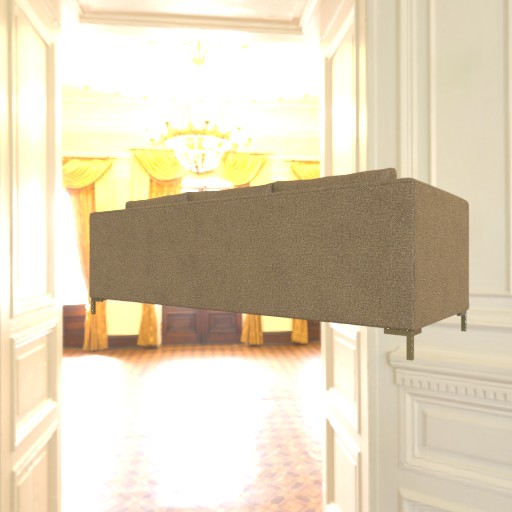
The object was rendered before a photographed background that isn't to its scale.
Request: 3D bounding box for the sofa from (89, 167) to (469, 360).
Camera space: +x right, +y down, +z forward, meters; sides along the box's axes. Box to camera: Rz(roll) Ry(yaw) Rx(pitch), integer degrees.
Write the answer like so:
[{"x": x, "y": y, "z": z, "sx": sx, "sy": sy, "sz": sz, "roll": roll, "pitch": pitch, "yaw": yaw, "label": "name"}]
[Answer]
[{"x": 0.000, "y": 0.000, "z": 2.941, "sx": 2.415, "sy": 0.867, "sz": 0.969, "roll": 0, "pitch": 0, "yaw": 38, "label": "sofa"}]
